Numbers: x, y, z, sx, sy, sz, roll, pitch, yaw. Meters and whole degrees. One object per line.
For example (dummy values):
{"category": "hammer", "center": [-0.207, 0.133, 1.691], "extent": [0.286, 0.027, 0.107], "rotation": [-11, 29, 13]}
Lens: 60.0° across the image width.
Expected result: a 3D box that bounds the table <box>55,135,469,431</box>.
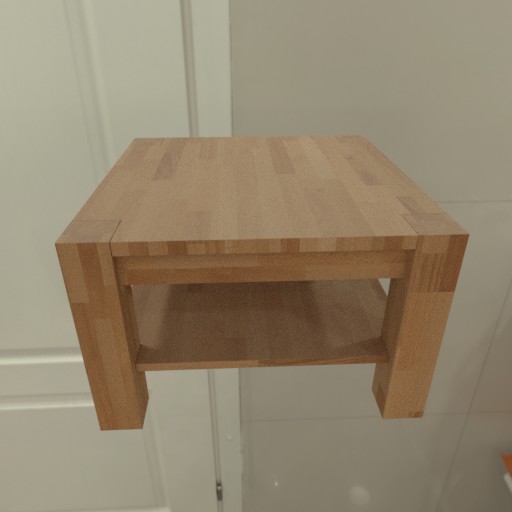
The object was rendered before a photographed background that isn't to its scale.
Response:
{"category": "table", "center": [0.000, 0.000, 1.160], "extent": [0.700, 0.451, 0.700], "rotation": [-1, 29, -2]}
